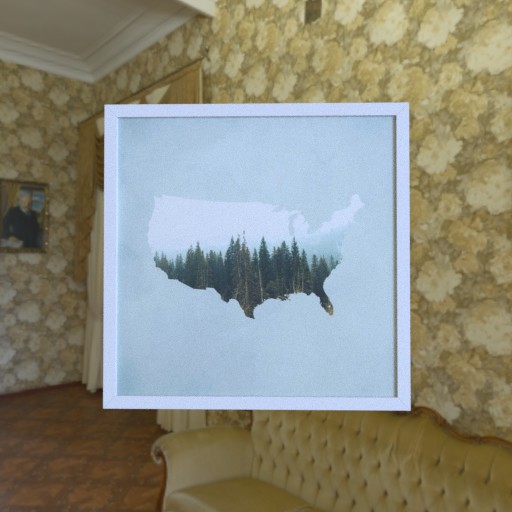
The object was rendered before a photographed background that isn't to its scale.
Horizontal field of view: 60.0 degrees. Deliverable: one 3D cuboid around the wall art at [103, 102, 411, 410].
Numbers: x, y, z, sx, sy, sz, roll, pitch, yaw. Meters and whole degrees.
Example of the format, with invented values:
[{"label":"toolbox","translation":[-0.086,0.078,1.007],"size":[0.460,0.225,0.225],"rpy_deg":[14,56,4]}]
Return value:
[{"label":"wall art","translation":[0.000,0.000,0.453],"size":[0.304,0.304,0.024],"rpy_deg":[0,-1,1]}]
